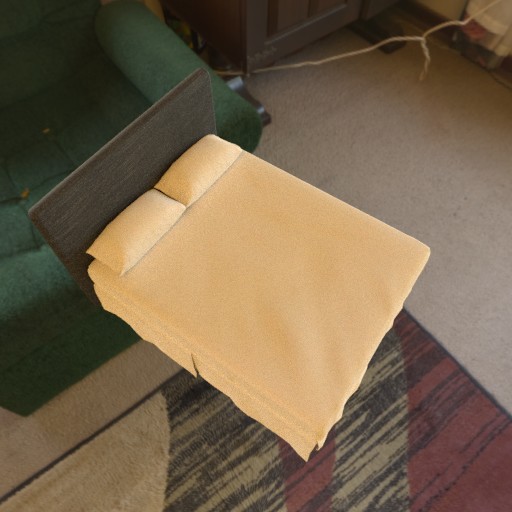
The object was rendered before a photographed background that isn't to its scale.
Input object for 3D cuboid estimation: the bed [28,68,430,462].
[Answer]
[{"bbox_3d":[0.000,0.000,3.187,2.142,1.330,1.723,31,64,17],"label":"bed"}]
